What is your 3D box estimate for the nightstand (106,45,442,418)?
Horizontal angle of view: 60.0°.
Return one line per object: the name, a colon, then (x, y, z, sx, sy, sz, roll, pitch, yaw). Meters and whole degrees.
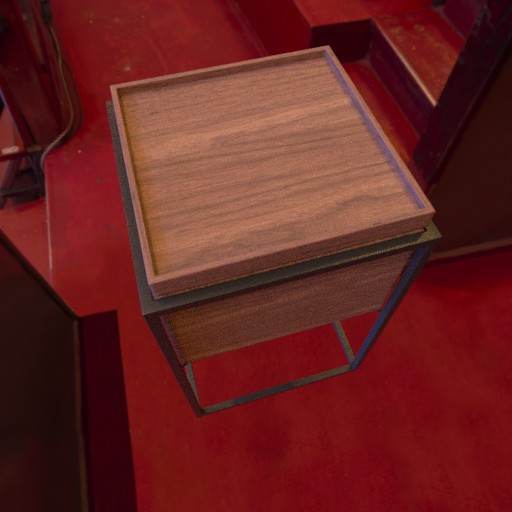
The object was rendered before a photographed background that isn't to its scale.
nightstand: (0.000, 0.000, 0.879, 0.397, 0.607, 0.397, -14, 59, -9)
